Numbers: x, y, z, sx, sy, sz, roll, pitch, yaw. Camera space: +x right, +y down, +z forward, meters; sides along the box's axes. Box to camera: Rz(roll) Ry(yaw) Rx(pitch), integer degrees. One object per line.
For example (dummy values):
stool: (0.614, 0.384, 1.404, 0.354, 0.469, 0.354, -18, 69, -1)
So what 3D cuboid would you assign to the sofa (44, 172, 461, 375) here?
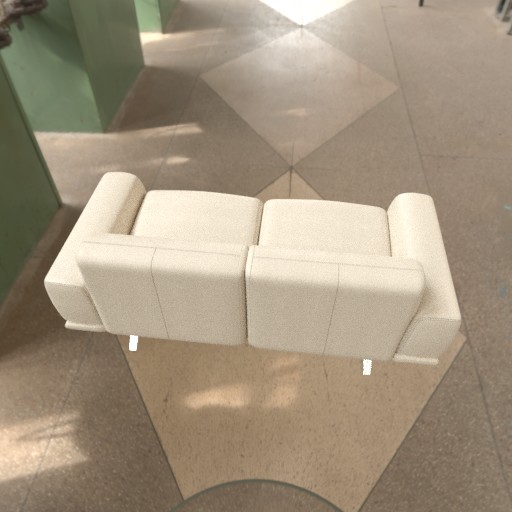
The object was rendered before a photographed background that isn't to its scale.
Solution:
sofa: (0.000, 0.000, 2.371, 1.901, 0.772, 0.900, 5, 48, 4)
